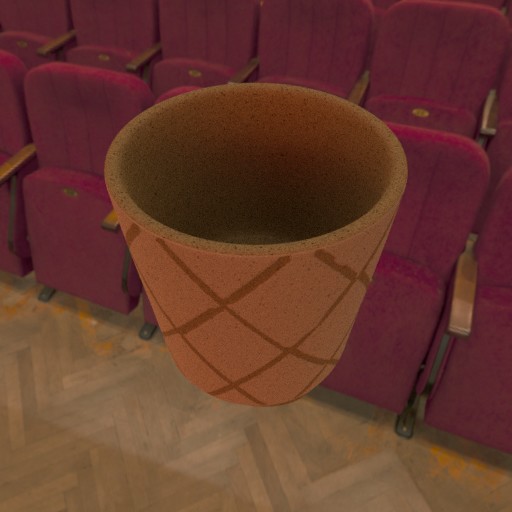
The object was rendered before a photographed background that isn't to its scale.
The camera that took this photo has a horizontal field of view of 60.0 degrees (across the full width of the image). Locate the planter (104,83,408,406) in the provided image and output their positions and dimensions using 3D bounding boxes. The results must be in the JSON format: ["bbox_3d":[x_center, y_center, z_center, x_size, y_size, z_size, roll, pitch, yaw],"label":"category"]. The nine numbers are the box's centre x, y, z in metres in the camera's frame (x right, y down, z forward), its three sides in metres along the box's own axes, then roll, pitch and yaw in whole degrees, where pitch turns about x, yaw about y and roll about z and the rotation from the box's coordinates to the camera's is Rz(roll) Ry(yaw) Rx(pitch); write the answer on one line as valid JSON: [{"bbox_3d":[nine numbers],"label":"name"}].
[{"bbox_3d":[0.000,0.000,0.356,0.191,0.199,0.191,0,46,0],"label":"planter"}]
